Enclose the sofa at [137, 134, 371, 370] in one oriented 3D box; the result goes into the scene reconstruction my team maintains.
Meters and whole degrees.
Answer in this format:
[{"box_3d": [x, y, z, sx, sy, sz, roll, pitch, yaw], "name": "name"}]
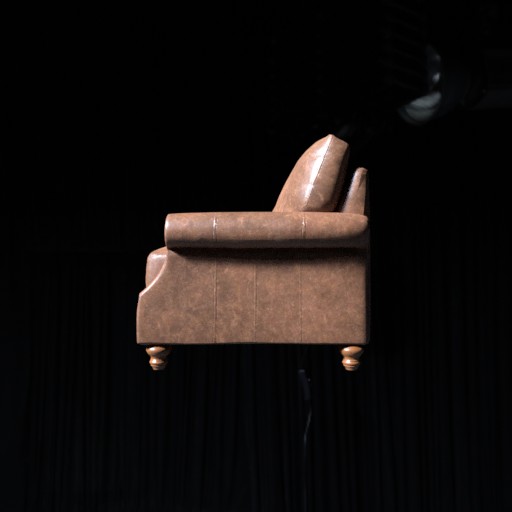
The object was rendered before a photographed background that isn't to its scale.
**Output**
[{"box_3d": [0.000, 0.000, 2.882, 0.973, 0.977, 2.351, 0, -1, 1], "name": "sofa"}]
